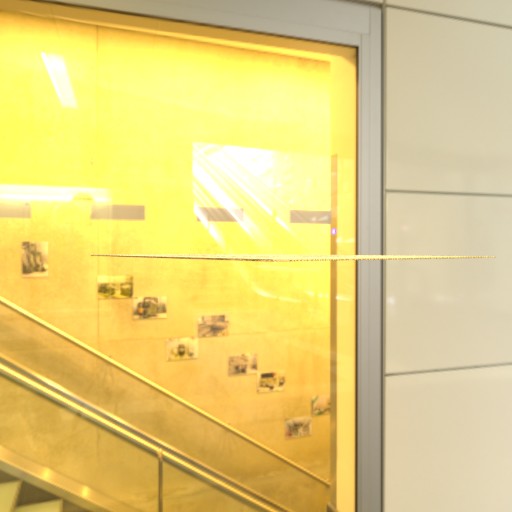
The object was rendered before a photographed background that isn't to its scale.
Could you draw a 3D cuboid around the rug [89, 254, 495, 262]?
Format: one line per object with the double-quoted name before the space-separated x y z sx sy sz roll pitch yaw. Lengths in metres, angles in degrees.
"rug" 0.000 0.000 4.185 2.143 0.015 3.422 -1 1 -36
